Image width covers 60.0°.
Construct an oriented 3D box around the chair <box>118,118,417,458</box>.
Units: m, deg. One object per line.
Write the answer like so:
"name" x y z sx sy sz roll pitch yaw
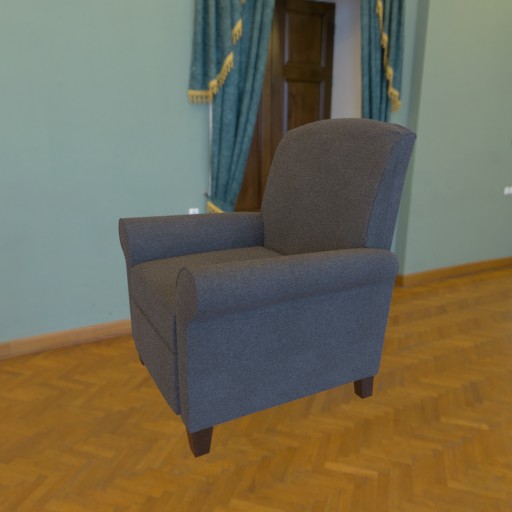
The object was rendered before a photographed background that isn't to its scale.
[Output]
"chair" 0.000 0.000 1.765 0.905 1.061 0.978 -8 17 -27
